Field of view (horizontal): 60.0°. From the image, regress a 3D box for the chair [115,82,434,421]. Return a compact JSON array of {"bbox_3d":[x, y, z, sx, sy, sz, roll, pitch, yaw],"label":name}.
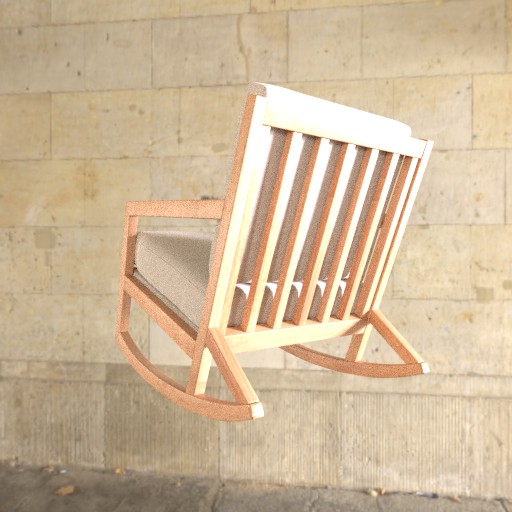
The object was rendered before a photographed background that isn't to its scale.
[{"bbox_3d":[0.000,0.000,1.418,0.622,0.790,0.857,0,0,-36],"label":"chair"}]
